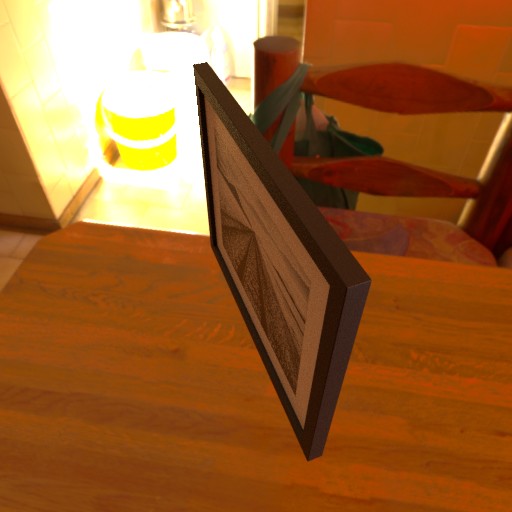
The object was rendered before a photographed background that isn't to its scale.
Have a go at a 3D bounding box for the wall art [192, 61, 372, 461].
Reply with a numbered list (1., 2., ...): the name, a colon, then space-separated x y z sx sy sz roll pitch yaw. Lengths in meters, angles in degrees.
1. wall art: 0.000 0.000 0.775 0.029 0.458 0.559 -15 48 -15
